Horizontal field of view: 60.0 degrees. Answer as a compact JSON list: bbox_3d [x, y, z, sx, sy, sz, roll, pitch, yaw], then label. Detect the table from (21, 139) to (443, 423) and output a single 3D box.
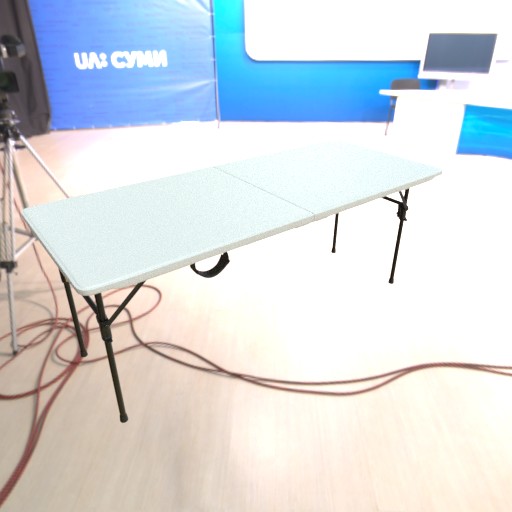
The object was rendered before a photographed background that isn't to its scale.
[{"bbox_3d":[0.000,0.000,2.177,1.829,0.719,0.761,-20,35,-32],"label":"table"}]
